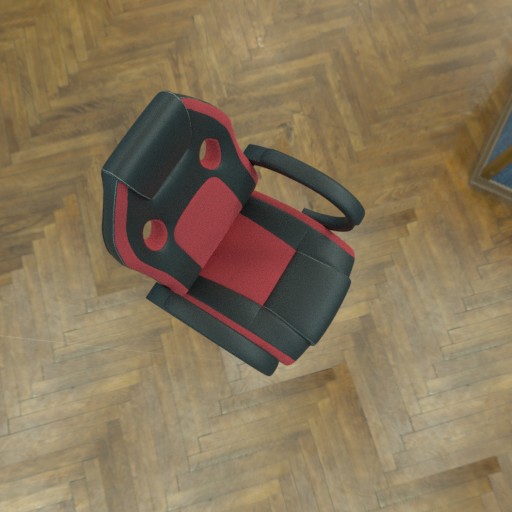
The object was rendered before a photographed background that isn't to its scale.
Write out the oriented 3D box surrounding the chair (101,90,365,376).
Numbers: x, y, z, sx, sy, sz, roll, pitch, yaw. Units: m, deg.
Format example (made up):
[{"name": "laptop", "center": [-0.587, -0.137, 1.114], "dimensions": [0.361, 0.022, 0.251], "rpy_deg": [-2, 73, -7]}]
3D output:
[{"name": "chair", "center": [0.000, 0.000, 1.591], "dimensions": [0.724, 1.187, 0.673], "rpy_deg": [31, 78, 7]}]
